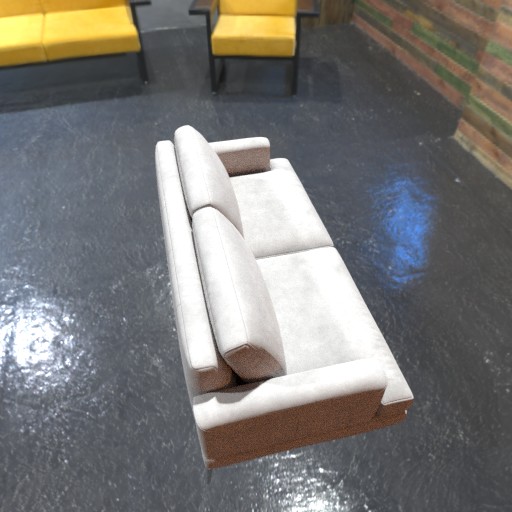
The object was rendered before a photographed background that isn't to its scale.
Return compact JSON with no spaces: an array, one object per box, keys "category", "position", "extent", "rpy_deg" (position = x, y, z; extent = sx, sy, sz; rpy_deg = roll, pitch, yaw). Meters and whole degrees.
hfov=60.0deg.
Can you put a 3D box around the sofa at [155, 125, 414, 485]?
[{"category":"sofa","position":[0.000,0.000,2.506],"extent":[0.980,0.830,2.013],"rpy_deg":[-10,45,-10]}]
